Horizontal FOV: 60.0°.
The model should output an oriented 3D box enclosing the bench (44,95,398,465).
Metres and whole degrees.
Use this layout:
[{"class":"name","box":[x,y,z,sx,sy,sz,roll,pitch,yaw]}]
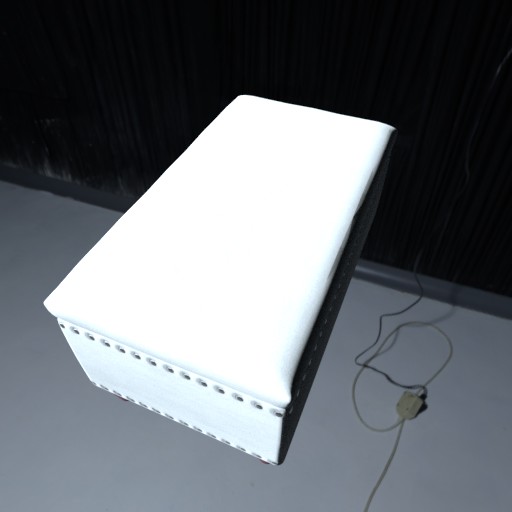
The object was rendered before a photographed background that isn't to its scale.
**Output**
[{"class":"bench","box":[0.000,0.000,1.185,0.500,0.449,0.887,17,49,16]}]
